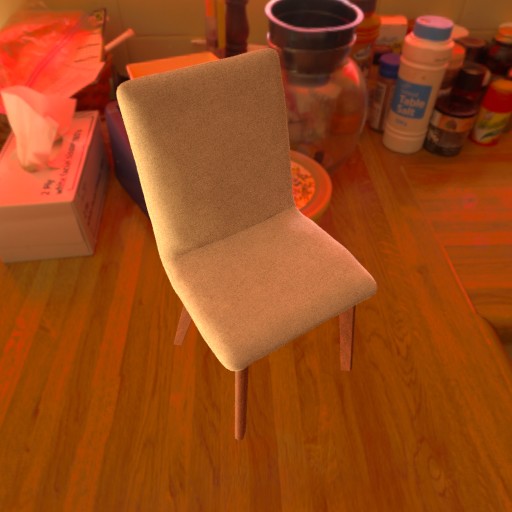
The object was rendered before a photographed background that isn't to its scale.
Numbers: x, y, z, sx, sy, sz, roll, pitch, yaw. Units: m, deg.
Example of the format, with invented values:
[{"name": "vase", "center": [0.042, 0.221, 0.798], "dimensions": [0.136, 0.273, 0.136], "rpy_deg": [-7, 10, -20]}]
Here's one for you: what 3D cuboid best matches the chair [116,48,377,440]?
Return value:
[{"name": "chair", "center": [0.000, 0.000, 1.323], "dimensions": [0.522, 0.974, 0.563], "rpy_deg": [-25, 51, -22]}]
